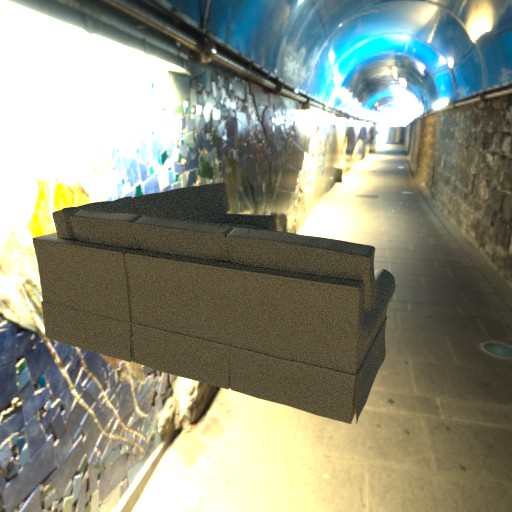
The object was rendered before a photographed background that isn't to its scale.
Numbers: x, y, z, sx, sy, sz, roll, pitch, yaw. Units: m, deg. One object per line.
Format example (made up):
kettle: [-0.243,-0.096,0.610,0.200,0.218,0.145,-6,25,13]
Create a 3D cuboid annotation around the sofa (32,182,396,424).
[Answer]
sofa: [0.000,0.000,4.037,2.591,1.070,2.597,7,17,25]
